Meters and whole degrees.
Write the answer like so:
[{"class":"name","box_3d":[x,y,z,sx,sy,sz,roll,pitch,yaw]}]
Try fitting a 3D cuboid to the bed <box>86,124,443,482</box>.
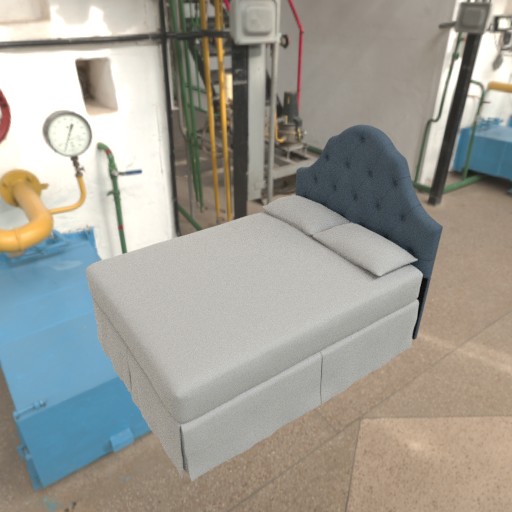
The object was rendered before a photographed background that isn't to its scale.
[{"class":"bed","box_3d":[0.000,0.000,3.240,2.155,1.575,1.636,-20,36,-30]}]
